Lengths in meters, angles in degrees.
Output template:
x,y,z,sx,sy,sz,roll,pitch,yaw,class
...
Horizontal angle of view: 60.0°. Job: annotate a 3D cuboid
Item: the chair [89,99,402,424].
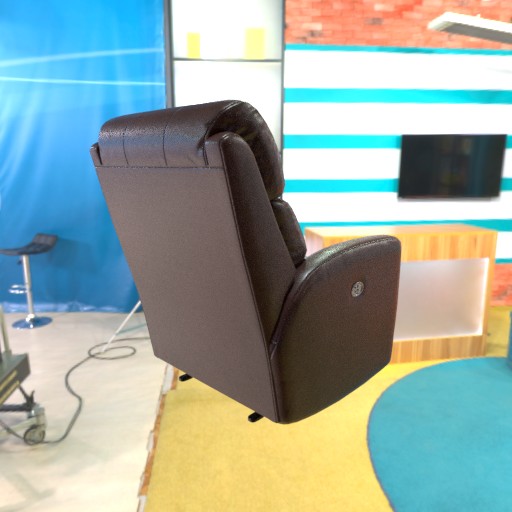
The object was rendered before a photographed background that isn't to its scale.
x,y,z,sx,sy,sz,roll,pitch,yaw,class
0.000,0.000,1.690,0.939,1.016,0.787,-11,16,-44,chair
